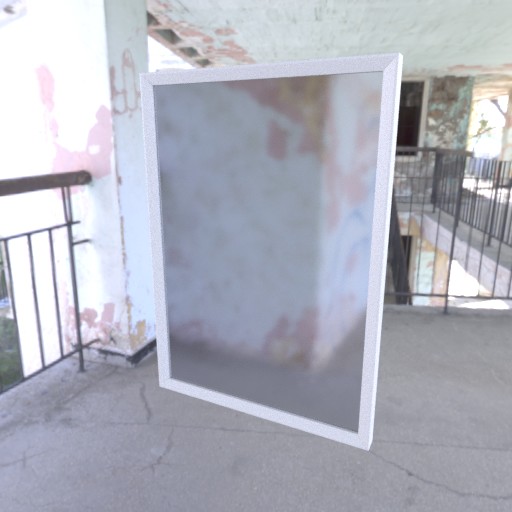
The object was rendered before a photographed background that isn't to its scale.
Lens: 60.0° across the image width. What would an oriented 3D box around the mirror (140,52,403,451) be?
[{"bbox_3d":[0.000,0.000,0.891,0.507,0.710,0.039,8,17,26],"label":"mirror"}]
